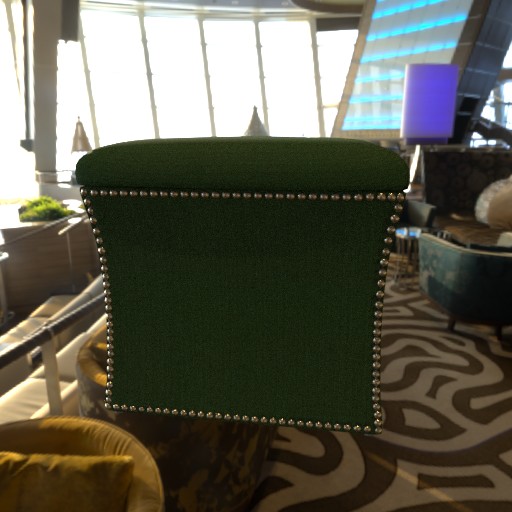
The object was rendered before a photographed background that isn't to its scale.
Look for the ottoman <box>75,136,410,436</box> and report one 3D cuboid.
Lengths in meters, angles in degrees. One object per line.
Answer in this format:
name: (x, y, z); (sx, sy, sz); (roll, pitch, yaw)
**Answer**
ottoman: (0.000, 0.000, 0.907); (0.507, 0.475, 0.497); (2, 15, 8)
